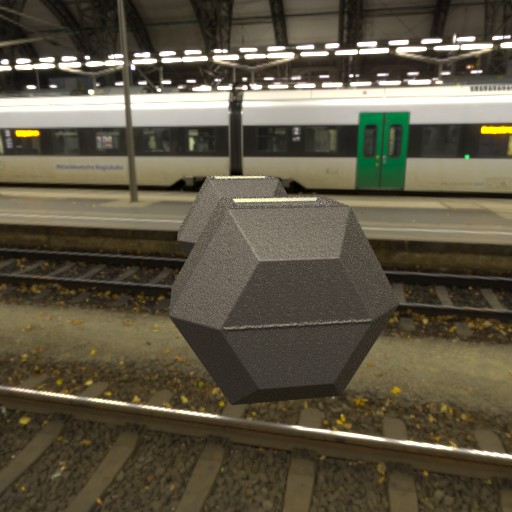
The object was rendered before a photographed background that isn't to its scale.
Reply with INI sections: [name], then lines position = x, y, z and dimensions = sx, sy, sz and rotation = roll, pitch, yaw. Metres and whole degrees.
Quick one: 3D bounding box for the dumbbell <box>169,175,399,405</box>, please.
[dumbbell]
position = 0.000, 0.000, 0.339
dimensions = 0.122, 0.106, 0.271
rotation = -2, 14, -8
